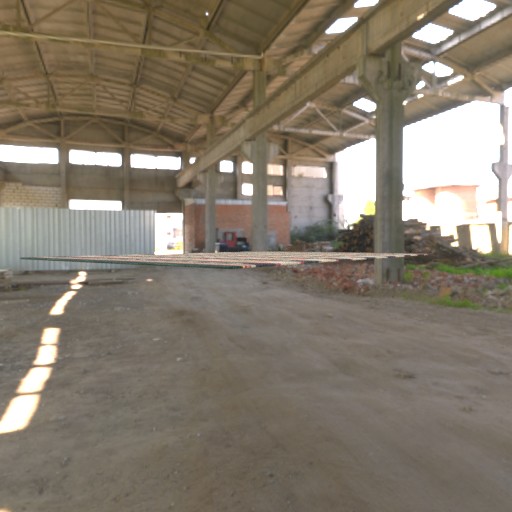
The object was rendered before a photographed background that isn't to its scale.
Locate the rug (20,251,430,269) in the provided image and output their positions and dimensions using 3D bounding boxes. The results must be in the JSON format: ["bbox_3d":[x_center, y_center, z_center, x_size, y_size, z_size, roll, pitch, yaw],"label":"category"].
[{"bbox_3d":[0.000,0.000,2.285,1.221,0.009,1.825,1,2,37],"label":"rug"}]
